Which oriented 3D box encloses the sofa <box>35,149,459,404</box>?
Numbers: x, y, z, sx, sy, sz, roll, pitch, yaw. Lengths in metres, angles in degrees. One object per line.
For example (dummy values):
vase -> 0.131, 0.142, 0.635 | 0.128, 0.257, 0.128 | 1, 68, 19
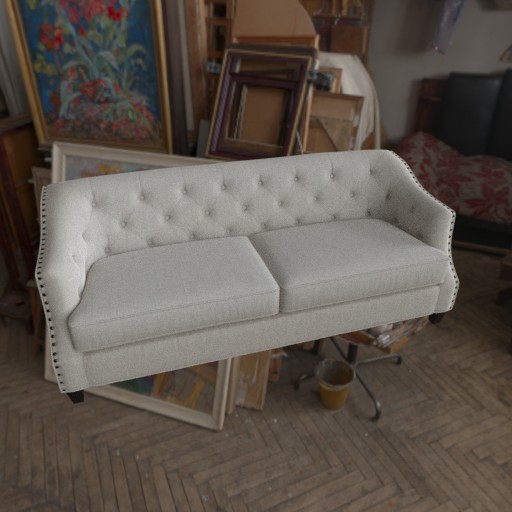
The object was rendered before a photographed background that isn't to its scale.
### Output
sofa -> 0.000, 0.000, 2.602 | 2.235, 0.901, 0.914 | -9, 32, -15
